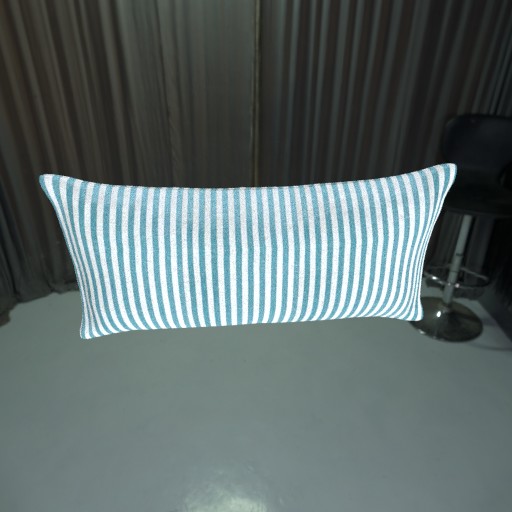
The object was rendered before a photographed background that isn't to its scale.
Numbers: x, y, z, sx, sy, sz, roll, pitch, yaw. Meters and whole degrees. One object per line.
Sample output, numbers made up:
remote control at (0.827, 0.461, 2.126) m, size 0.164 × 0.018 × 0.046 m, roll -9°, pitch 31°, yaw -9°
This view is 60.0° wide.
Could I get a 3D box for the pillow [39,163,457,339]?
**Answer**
pillow at (0.000, 0.000, 0.723) m, size 0.617 × 0.295 × 0.151 m, roll -3°, pitch 29°, yaw -5°
